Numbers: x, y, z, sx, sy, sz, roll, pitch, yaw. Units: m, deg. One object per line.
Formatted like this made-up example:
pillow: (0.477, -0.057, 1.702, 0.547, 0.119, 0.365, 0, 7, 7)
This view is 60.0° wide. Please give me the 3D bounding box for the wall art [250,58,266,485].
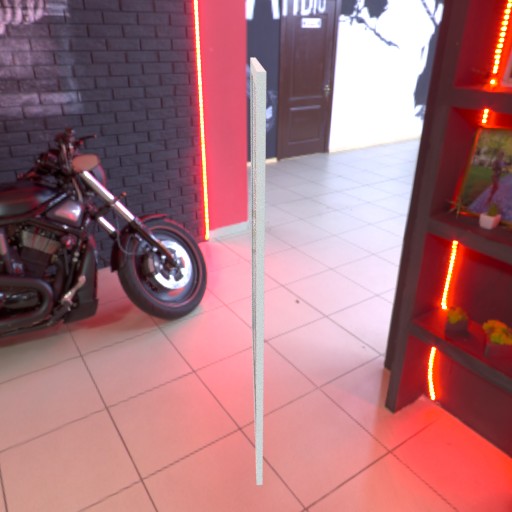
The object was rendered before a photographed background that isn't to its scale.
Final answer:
wall art: (0.000, 0.000, 1.206, 0.015, 0.965, 0.660, -1, 26, -1)
